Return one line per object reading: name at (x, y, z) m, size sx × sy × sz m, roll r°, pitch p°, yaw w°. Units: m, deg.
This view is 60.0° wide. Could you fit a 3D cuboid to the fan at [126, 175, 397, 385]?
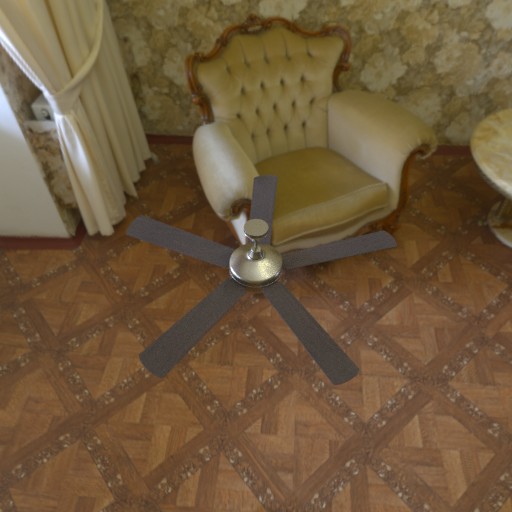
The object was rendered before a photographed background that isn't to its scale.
fan at (0.000, 0.000, 2.003) m, size 1.321 × 0.356 × 1.321 m, roll -33°, pitch 55°, yaw -26°
